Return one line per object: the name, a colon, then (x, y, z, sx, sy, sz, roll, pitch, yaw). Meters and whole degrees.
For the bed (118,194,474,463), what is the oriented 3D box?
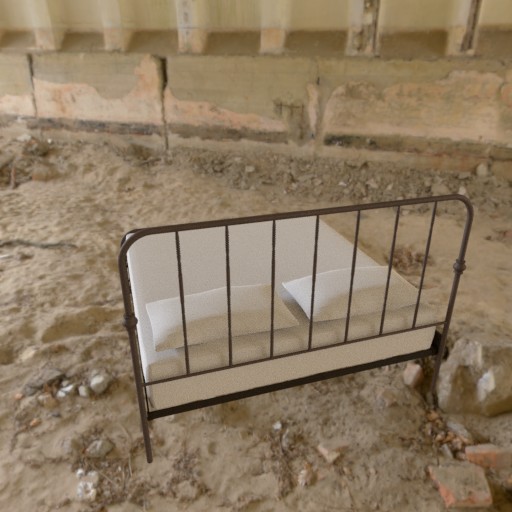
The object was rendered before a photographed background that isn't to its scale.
bed: (0.000, 0.000, 3.443, 2.044, 1.446, 2.134, -8, 26, -16)
